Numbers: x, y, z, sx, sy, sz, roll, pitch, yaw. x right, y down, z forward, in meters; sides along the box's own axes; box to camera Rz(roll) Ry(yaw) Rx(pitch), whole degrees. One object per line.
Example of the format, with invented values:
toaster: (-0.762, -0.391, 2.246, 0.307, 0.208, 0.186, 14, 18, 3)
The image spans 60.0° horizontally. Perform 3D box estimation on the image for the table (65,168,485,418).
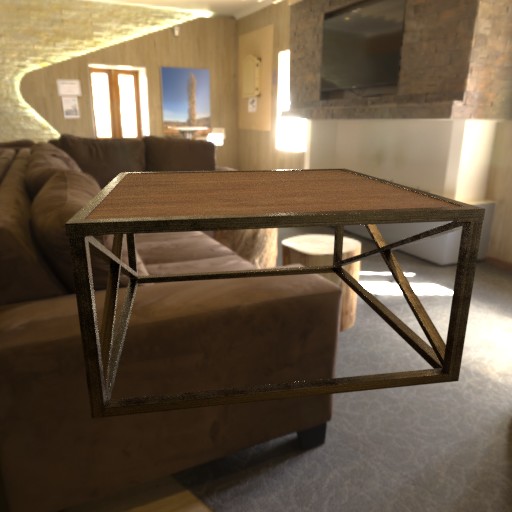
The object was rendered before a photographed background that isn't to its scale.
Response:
table: (0.000, 0.000, 1.427, 0.909, 0.451, 0.899, -3, 17, -9)
